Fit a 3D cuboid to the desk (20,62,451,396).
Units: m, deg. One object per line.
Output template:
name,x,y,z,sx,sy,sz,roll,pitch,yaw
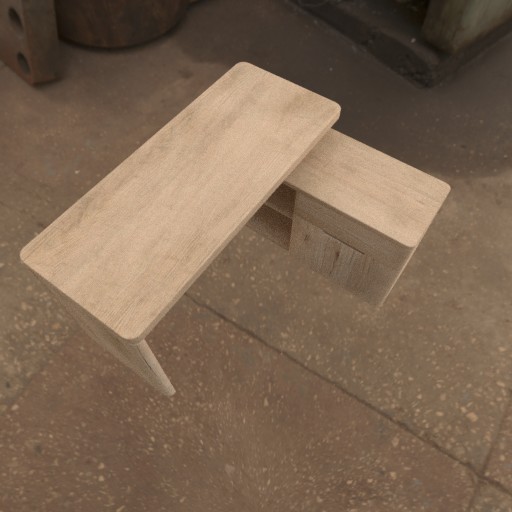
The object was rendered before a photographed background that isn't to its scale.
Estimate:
desk,0.000,0.000,2.068,1.175,0.770,1.400,31,64,17
